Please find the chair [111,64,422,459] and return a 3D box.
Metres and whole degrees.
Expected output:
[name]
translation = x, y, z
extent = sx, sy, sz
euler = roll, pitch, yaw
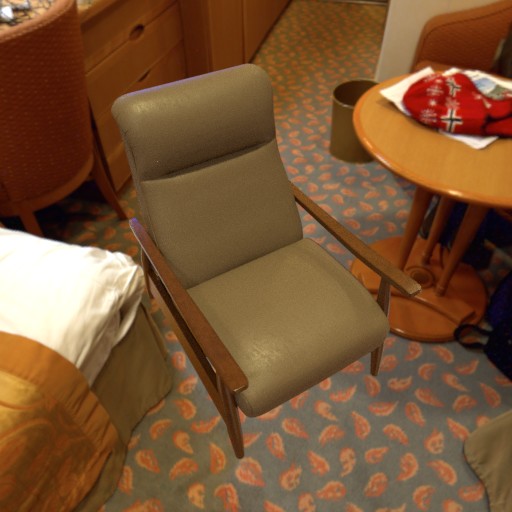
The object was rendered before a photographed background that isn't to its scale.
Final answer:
[chair]
translation = 0.000, 0.000, 1.771
extent = 0.762, 1.082, 1.014
euler = -23, 51, -21
